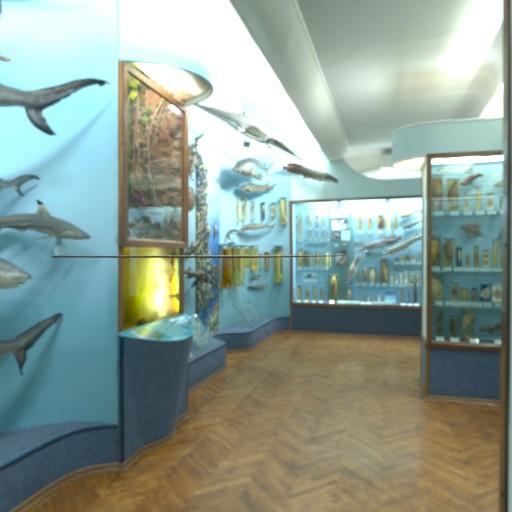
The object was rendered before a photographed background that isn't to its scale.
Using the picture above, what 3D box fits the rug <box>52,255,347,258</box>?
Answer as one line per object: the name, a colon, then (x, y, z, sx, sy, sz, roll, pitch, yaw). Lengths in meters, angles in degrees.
rug: (0.000, 0.000, 2.684, 0.792, 0.006, 2.437, 0, 0, 19)
